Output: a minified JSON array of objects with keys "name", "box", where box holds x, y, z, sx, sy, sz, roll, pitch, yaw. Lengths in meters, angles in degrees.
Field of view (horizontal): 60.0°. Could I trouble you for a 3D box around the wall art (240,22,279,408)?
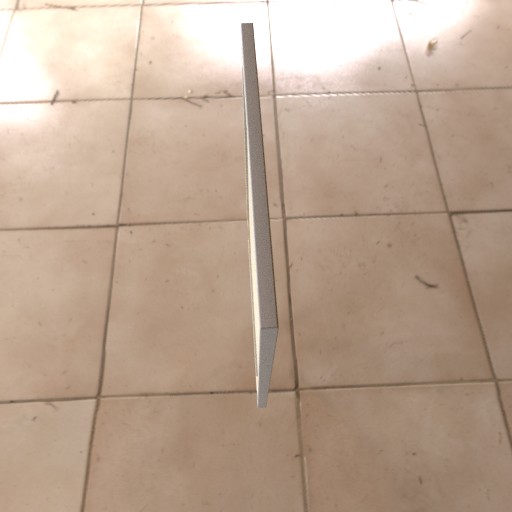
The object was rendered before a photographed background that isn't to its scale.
[{"name":"wall art","box":[0.000,0.000,1.627,0.038,1.212,0.914,-3,64,-1]}]
